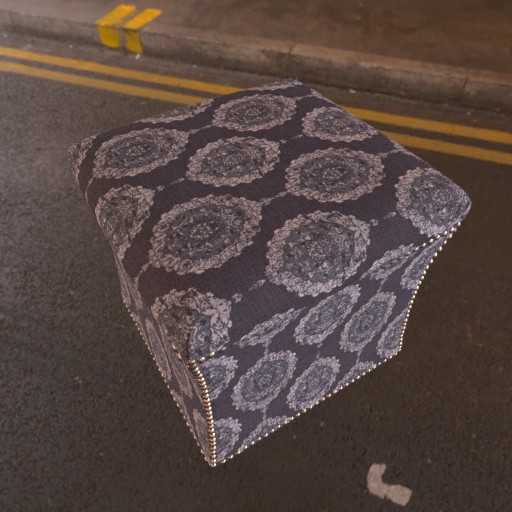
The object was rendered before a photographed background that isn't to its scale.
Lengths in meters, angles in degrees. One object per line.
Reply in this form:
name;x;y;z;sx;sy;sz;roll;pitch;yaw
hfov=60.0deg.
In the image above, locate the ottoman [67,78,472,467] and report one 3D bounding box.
ottoman;0.000;0.000;0.864;0.507;0.475;0.497;-24;51;-21
